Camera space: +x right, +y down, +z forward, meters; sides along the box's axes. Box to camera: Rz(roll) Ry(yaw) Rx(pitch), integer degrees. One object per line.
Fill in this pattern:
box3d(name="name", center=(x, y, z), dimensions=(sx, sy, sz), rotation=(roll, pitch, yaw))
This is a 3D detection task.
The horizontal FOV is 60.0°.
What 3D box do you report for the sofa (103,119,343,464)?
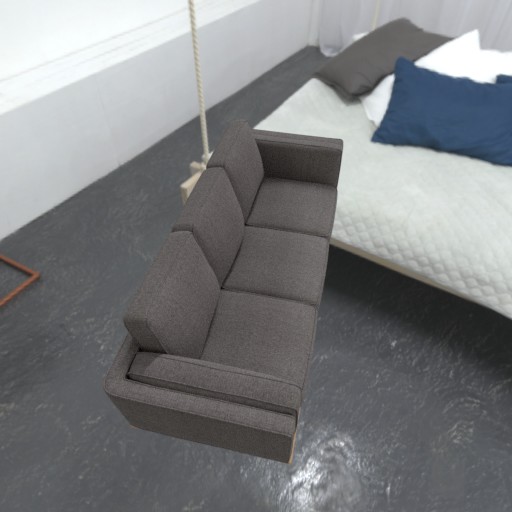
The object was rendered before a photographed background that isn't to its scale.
box3d(name="sofa", center=(0.000, 0.000, 2.833), dimensions=(0.903, 0.899, 2.362), rotation=(9, 46, 9))
